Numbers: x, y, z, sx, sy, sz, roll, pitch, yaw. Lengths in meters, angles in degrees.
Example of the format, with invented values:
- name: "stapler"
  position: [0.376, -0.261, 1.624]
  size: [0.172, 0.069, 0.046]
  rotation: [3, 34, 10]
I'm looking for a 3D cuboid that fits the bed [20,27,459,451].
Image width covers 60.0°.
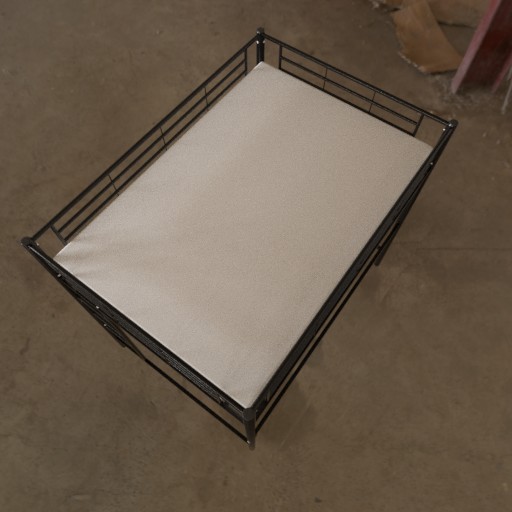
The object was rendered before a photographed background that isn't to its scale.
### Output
- name: "bed"
  position: [0.000, 0.000, 3.121]
  size: [1.397, 1.803, 1.994]
  rotation: [33, 67, 16]
